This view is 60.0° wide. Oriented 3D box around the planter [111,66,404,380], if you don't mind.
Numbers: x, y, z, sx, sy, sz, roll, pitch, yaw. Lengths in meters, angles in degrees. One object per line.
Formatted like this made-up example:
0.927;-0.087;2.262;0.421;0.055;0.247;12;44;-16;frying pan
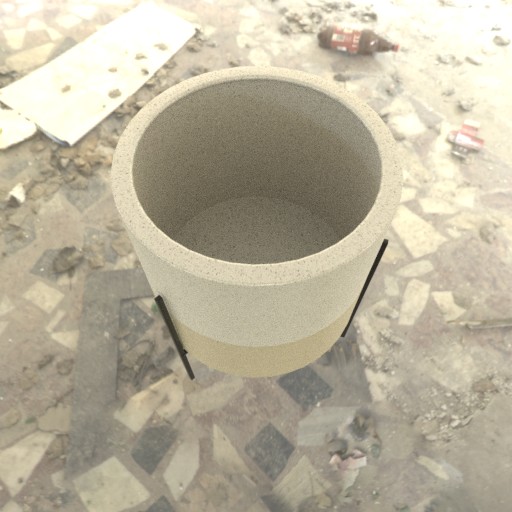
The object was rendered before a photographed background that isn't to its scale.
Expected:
0.000;0.000;0.751;0.359;0.484;0.368;-14;60;-8;planter
